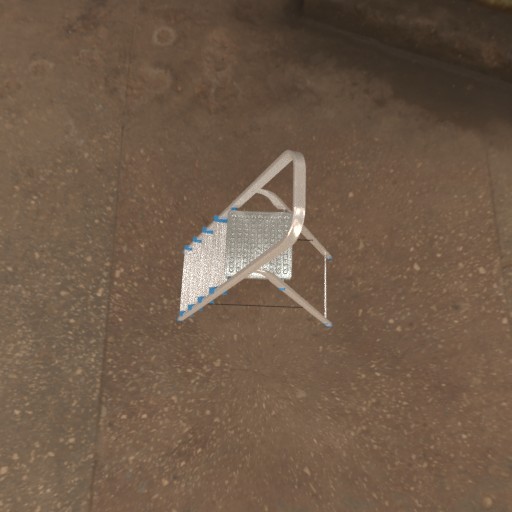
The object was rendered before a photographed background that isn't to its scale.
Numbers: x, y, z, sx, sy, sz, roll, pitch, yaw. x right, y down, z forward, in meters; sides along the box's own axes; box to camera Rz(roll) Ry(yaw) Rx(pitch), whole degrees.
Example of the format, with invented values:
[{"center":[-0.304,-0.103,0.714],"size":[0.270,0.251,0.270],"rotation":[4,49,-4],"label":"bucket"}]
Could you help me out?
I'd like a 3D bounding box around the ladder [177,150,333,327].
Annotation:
[{"center":[0.000,0.000,2.082],"size":[0.990,1.648,0.468],"rotation":[2,76,1],"label":"ladder"}]
